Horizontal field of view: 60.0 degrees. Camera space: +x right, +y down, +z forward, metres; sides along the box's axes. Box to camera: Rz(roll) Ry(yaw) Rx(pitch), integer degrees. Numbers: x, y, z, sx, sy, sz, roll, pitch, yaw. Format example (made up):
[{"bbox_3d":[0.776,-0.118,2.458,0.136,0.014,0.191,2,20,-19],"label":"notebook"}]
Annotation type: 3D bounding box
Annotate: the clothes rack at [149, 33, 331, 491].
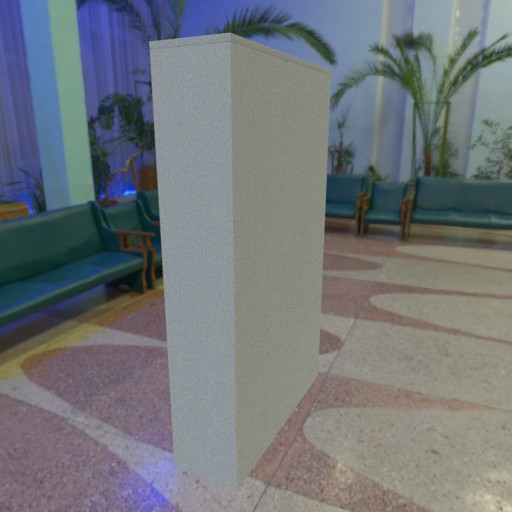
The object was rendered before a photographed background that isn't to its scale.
[{"bbox_3d":[0.000,0.000,1.561,0.250,1.280,0.750,8,18,26],"label":"clothes rack"}]
